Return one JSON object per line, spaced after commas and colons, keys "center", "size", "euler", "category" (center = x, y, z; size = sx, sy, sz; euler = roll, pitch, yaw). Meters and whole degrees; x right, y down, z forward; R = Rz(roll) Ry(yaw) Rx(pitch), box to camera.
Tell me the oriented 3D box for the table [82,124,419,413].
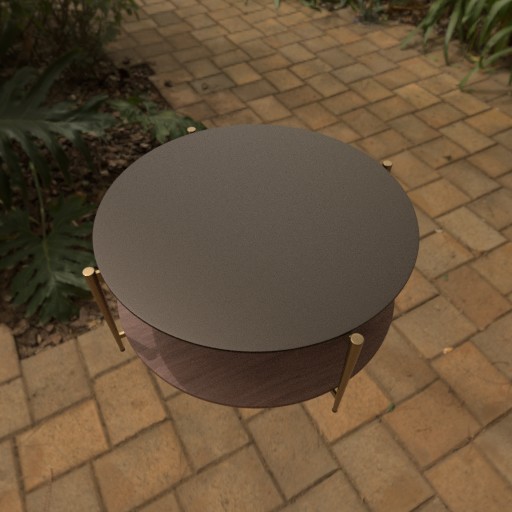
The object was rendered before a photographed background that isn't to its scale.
{"center": [0.000, 0.000, 1.457], "size": [0.938, 0.400, 0.938], "euler": [25, 53, 21], "category": "table"}
